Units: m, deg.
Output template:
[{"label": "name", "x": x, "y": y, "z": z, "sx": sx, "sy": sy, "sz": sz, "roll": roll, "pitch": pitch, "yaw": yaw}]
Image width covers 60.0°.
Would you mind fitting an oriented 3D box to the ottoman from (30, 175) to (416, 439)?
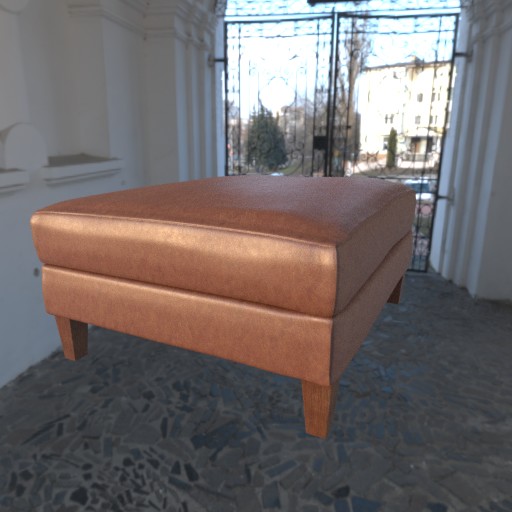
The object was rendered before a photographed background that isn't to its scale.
[{"label": "ottoman", "x": 0.000, "y": 0.000, "z": 1.407, "sx": 0.836, "sy": 0.472, "sz": 0.987, "roll": 8, "pitch": 17, "yaw": 26}]
